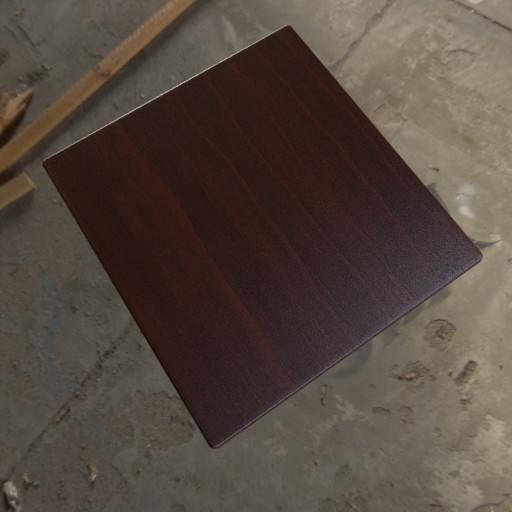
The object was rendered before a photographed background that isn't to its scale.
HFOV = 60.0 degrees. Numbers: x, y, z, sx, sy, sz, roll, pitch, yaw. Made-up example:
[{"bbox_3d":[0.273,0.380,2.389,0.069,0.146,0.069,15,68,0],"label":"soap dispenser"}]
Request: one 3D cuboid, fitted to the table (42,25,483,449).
[{"bbox_3d":[0.000,0.000,0.978,0.500,0.567,0.533,-33,77,-9],"label":"table"}]
